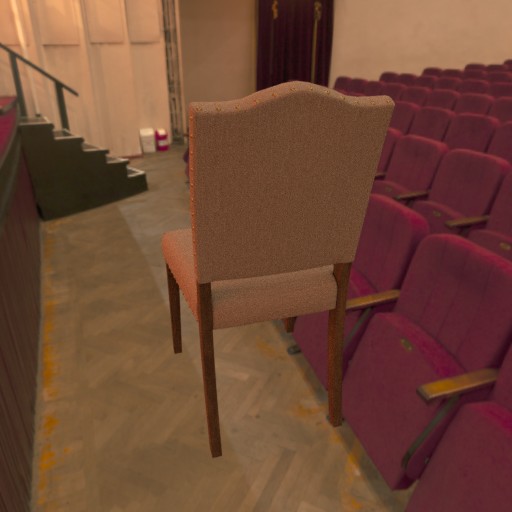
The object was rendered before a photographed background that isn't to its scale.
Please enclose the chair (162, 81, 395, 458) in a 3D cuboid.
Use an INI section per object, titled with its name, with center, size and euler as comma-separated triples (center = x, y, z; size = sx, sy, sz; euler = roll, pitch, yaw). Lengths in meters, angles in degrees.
[chair]
center = 0.000, 0.000, 1.336
size = 0.508, 1.020, 0.620
euler = -8, 27, -15
